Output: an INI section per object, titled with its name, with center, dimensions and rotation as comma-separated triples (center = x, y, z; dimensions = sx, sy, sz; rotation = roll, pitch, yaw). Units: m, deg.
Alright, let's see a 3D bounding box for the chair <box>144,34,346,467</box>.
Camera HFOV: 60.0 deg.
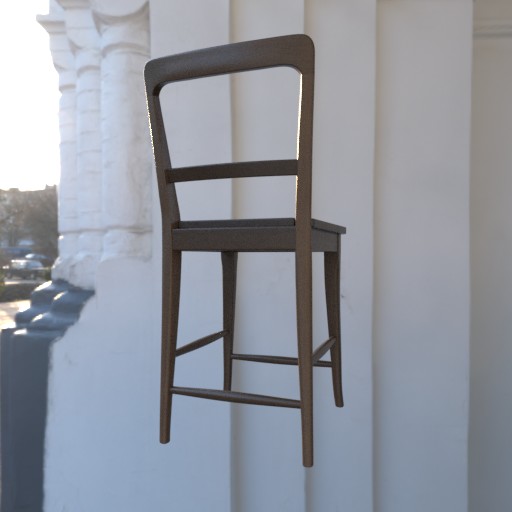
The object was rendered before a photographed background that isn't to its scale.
[chair]
center = 0.000, 0.000, 1.282
dimensions = 0.450, 0.991, 0.546
rotation = 0, 0, 20
